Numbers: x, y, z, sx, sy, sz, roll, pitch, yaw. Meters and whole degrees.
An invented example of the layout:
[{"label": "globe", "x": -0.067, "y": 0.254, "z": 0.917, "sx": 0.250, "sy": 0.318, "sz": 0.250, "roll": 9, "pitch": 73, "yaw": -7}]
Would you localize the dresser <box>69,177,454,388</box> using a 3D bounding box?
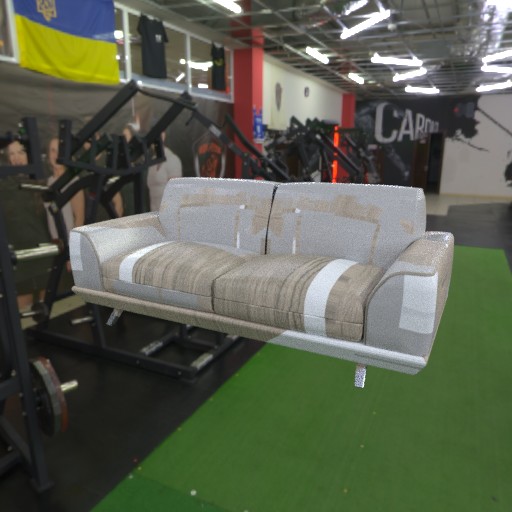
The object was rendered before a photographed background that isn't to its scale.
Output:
[{"label": "dresser", "x": 0.000, "y": 0.000, "z": 5.892, "sx": 4.679, "sy": 1.863, "sz": 2.251, "roll": 7, "pitch": 16, "yaw": 27}]
